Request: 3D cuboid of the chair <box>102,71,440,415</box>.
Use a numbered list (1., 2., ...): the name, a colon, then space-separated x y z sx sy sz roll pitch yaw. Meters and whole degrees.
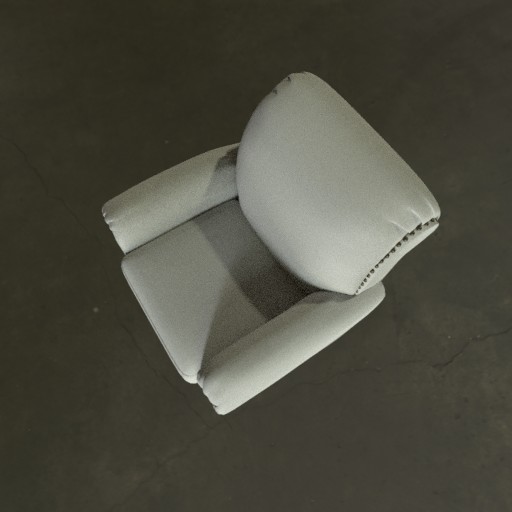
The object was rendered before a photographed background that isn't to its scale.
1. chair: 0.000 0.000 1.637 0.890 0.927 0.854 -30 68 -14
